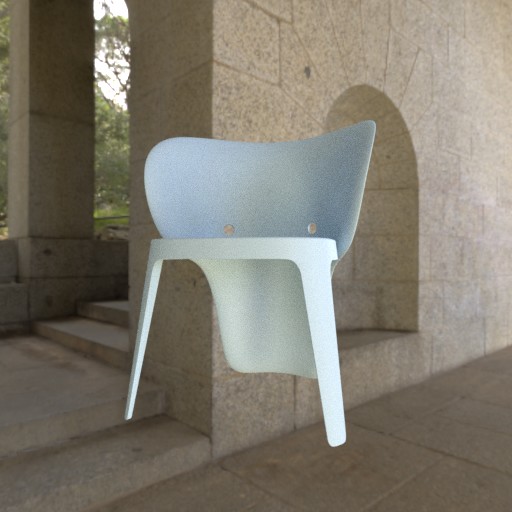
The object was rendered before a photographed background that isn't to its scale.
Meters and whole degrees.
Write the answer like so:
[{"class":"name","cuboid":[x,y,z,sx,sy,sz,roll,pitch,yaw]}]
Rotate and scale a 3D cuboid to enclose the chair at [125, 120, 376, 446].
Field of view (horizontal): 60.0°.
[{"class":"chair","cuboid":[0.000,0.000,0.864,0.451,0.554,0.402,0,0,18]}]
